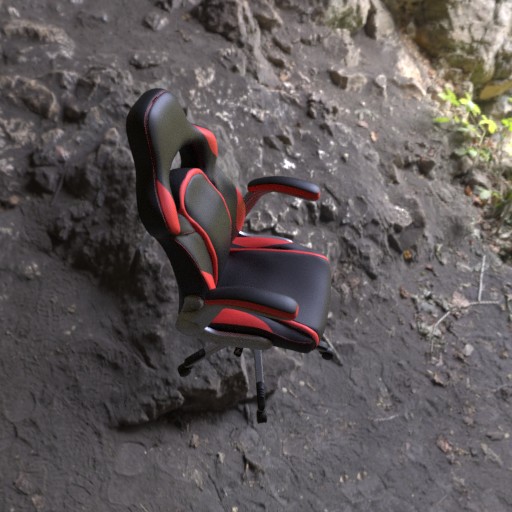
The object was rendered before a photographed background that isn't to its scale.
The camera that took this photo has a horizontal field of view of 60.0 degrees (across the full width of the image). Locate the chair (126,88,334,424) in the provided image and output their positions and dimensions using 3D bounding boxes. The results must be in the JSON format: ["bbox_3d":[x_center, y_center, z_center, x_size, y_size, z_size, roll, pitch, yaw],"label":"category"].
[{"bbox_3d":[0.000,0.000,1.631,0.712,1.165,0.758,9,47,8],"label":"chair"}]
